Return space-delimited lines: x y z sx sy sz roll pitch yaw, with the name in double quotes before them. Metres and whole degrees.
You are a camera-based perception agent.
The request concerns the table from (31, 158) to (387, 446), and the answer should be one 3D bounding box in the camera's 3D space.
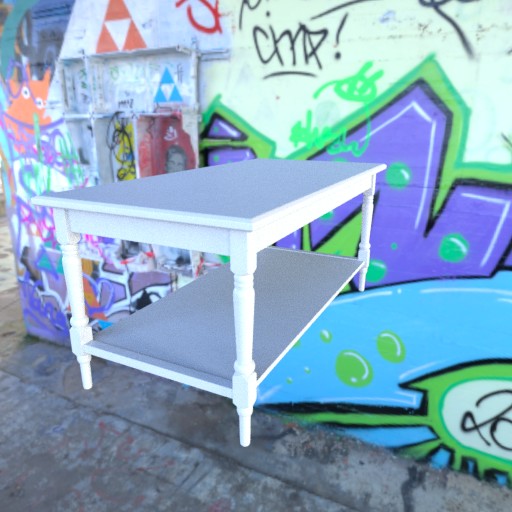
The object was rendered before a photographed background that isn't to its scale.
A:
"table" 0.000 0.000 1.403 0.551 0.506 1.109 8 19 26
